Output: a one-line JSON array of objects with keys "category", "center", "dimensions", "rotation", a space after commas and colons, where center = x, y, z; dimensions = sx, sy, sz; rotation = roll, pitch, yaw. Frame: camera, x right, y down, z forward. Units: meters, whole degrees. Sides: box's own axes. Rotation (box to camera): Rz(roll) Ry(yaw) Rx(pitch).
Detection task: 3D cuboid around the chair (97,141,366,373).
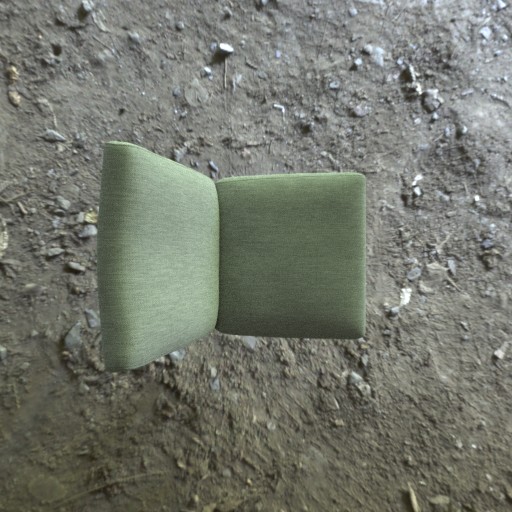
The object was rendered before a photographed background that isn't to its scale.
[{"category": "chair", "center": [0.000, 0.000, 1.269], "dimensions": [0.629, 0.884, 0.487], "rotation": [0, 90, -1]}]
